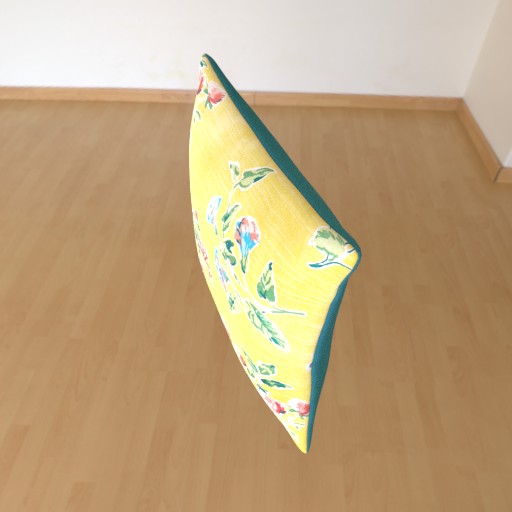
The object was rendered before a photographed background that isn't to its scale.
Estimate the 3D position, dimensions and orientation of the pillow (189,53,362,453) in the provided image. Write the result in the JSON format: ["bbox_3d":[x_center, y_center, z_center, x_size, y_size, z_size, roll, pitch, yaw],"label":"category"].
[{"bbox_3d":[0.000,0.000,0.778,0.166,0.508,0.525,-16,48,-15],"label":"pillow"}]
